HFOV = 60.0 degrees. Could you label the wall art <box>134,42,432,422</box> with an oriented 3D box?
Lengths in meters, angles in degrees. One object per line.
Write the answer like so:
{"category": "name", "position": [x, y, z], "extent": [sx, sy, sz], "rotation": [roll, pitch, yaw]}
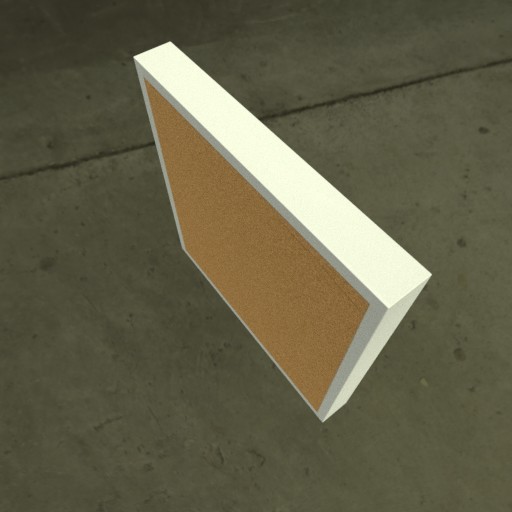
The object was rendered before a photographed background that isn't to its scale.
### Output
{"category": "wall art", "position": [0.000, 0.000, 0.457], "extent": [0.038, 0.305, 0.305], "rotation": [-33, 63, -19]}
